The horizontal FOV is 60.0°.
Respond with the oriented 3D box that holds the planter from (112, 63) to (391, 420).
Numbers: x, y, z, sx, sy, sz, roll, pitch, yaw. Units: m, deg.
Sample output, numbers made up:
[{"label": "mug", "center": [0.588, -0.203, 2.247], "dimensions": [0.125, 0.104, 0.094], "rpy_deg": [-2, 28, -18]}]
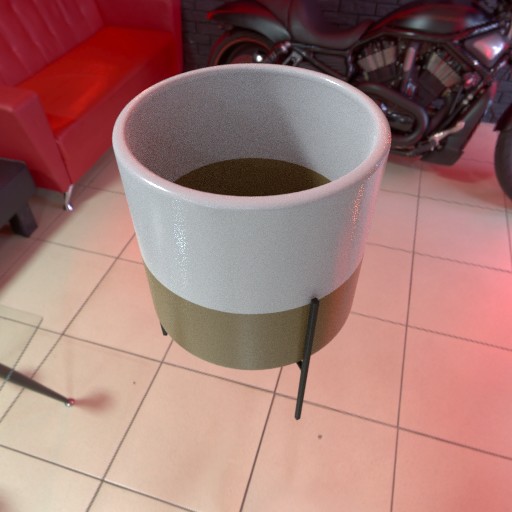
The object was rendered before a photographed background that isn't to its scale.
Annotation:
[{"label": "planter", "center": [0.000, 0.000, 0.638], "dimensions": [0.310, 0.432, 0.310], "rpy_deg": [-32, 54, -27]}]
